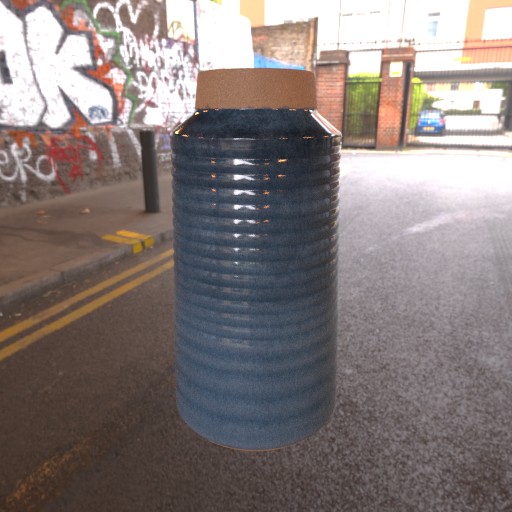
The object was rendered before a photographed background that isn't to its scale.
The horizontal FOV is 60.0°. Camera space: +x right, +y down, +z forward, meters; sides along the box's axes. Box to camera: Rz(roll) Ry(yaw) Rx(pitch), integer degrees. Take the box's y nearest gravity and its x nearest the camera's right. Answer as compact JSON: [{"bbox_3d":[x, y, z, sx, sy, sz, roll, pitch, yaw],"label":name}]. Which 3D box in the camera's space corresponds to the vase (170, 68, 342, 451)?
[{"bbox_3d":[0.000,0.000,0.413,0.163,0.316,0.163,0,18,0],"label":"vase"}]
